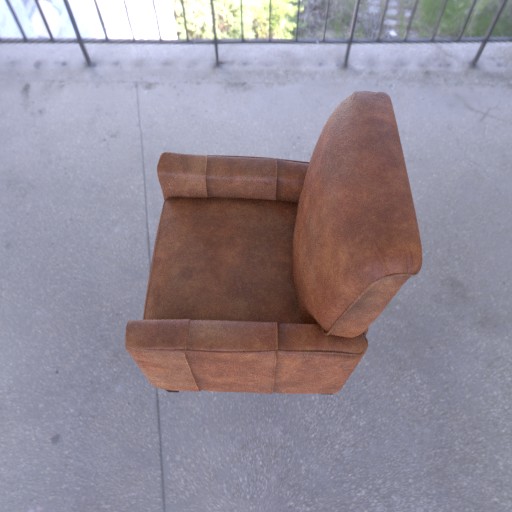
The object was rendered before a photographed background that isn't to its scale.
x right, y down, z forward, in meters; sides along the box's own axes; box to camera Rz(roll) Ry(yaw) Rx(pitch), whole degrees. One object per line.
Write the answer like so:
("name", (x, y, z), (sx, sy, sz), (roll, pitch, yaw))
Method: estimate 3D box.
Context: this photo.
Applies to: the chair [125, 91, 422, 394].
("chair", (0.000, 0.000, 1.659), (0.836, 1.043, 0.843), (1, 58, 1))
